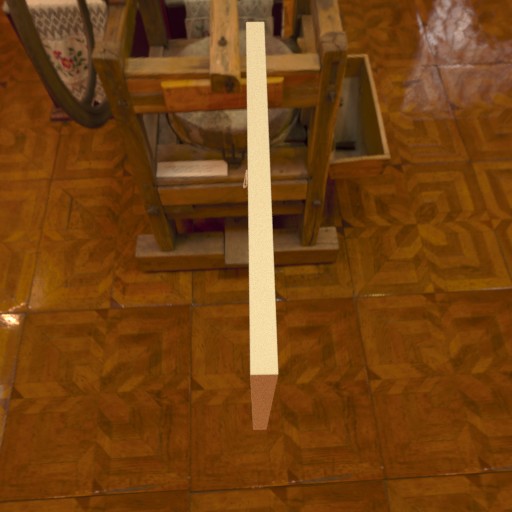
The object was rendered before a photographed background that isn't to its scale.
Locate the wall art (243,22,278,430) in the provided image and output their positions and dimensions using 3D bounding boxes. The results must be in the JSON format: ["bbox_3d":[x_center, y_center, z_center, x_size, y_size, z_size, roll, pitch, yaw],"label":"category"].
[{"bbox_3d":[0.000,0.000,1.135,0.050,0.762,0.761,-1,63,0],"label":"wall art"}]
